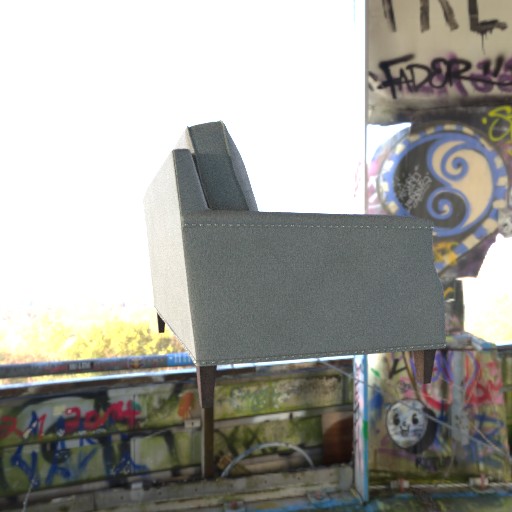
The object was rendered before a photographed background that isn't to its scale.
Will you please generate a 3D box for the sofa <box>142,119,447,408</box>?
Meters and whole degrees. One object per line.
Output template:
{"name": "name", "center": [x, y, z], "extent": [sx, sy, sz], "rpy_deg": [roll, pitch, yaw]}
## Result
{"name": "sofa", "center": [0.000, 0.000, 2.306], "extent": [1.084, 1.003, 1.597], "rpy_deg": [0, 1, -18]}
